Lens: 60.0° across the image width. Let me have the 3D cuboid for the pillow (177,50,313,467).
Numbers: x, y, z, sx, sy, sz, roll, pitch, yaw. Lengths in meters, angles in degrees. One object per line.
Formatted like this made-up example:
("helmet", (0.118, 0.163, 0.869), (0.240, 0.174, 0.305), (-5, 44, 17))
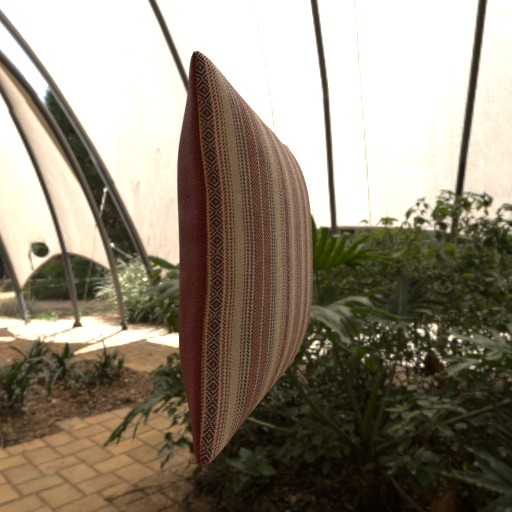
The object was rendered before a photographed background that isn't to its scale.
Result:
("pillow", (0.000, 0.000, 0.767), (0.166, 0.497, 0.513), (0, 1, 16))
